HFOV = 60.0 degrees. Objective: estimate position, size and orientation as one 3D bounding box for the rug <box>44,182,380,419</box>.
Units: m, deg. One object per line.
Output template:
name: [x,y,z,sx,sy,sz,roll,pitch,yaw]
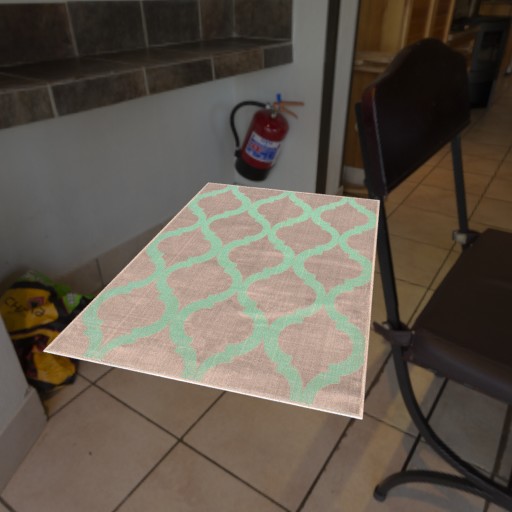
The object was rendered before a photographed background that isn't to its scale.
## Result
rug: [0.000,0.000,2.932,1.524,0.006,2.286,8,32,13]
